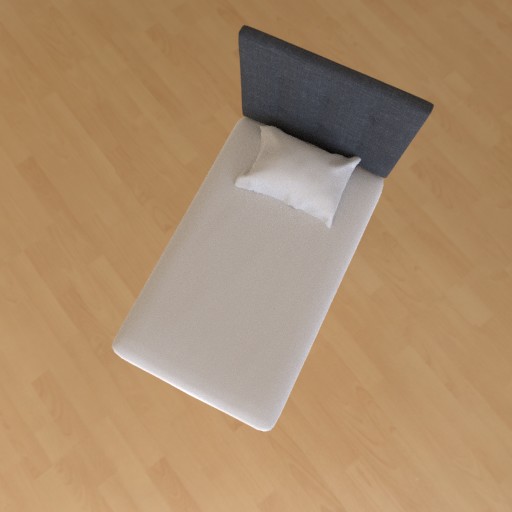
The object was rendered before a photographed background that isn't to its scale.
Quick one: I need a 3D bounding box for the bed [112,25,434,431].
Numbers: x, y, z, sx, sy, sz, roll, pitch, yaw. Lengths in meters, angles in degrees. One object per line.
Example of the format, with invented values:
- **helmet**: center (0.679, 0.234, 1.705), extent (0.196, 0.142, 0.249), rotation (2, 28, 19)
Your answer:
- **bed**: center (0.000, 0.000, 2.928), extent (1.261, 1.571, 1.997), rotation (26, 77, 6)
